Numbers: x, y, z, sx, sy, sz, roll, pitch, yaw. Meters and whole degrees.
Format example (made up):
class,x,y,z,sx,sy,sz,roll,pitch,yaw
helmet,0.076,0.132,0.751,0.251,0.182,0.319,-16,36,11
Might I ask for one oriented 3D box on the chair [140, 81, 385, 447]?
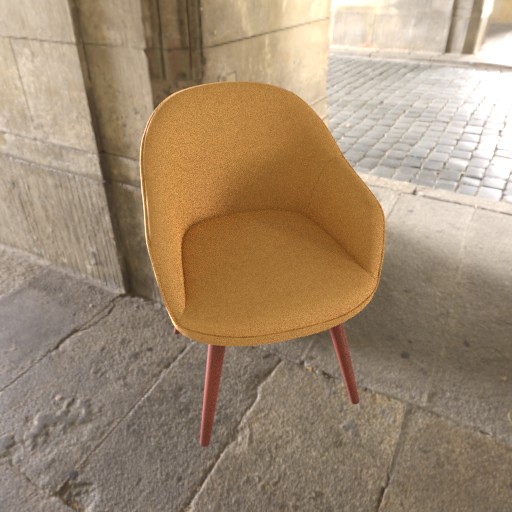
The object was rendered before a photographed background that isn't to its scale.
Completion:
class,x,y,z,sx,sy,sz,roll,pitch,yaw
chair,0.000,0.000,1.266,0.596,0.823,0.635,-10,35,-15
